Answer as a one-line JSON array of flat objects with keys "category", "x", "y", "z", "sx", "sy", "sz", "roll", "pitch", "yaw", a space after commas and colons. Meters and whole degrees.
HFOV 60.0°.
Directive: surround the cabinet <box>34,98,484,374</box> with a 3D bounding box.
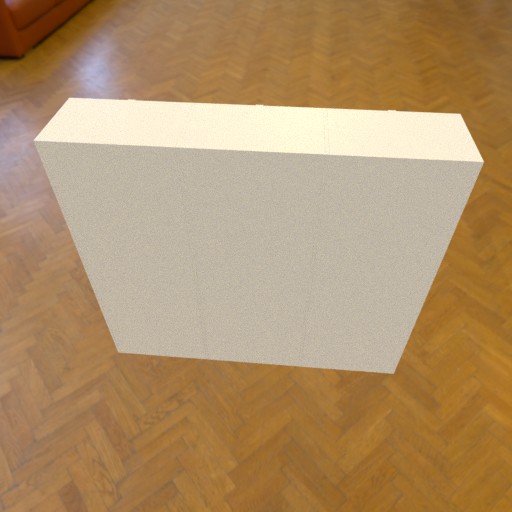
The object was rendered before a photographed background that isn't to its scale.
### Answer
[{"category": "cabinet", "x": 0.000, "y": 0.000, "z": 3.694, "sx": 2.700, "sy": 2.370, "sz": 0.590, "roll": 4, "pitch": 45, "yaw": 4}]
